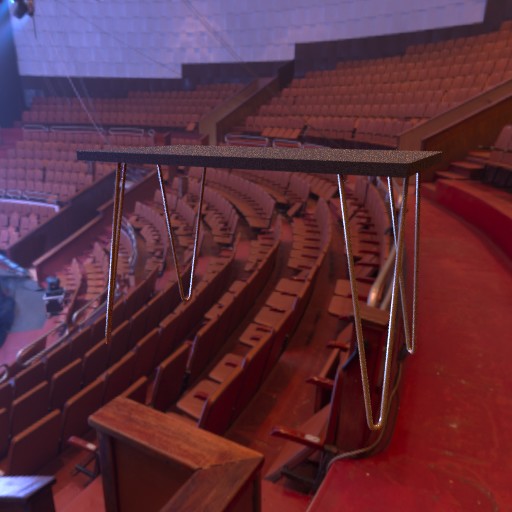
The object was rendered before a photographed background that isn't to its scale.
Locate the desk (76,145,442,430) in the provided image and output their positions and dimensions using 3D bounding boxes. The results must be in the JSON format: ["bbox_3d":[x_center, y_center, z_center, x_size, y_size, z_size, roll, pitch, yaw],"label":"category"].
[{"bbox_3d":[0.000,0.000,1.433,0.991,0.660,0.499,9,19,28],"label":"desk"}]
